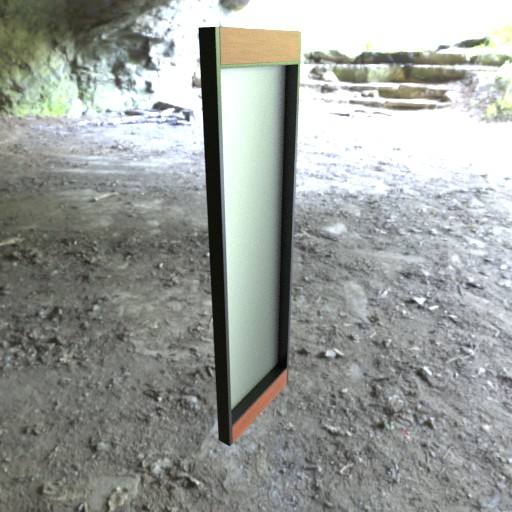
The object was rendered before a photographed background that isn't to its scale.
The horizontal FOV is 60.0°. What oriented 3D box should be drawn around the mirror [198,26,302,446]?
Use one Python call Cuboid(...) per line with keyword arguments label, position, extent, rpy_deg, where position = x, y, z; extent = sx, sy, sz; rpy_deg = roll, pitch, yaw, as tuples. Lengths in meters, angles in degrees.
Cuboid(label="mirror", position=(0.000, 0.000, 1.231), extent=(0.047, 1.123, 0.343), rpy_deg=(16, 30, 31))
